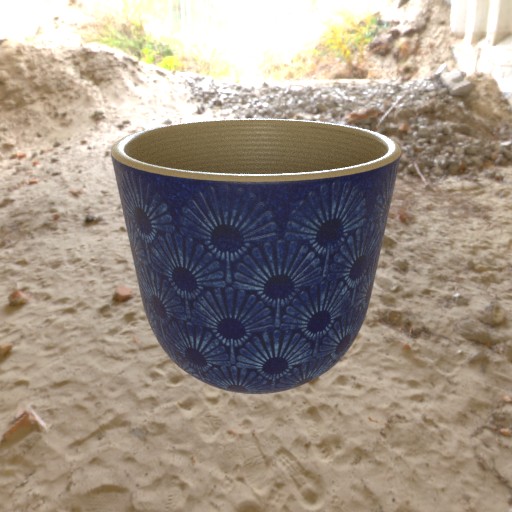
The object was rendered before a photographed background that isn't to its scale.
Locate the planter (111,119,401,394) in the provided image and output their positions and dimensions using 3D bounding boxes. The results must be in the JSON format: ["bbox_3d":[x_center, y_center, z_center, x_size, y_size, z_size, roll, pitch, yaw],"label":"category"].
[{"bbox_3d":[0.000,0.000,0.368,0.206,0.190,0.206,0,25,0],"label":"planter"}]
